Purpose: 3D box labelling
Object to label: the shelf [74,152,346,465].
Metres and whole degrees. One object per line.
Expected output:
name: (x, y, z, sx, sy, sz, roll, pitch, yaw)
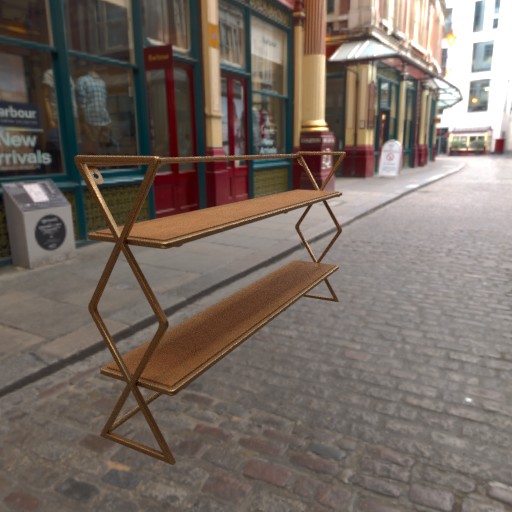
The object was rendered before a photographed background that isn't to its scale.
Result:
shelf: (0.000, 0.000, 0.995, 0.150, 0.450, 0.822, 7, 15, 27)
